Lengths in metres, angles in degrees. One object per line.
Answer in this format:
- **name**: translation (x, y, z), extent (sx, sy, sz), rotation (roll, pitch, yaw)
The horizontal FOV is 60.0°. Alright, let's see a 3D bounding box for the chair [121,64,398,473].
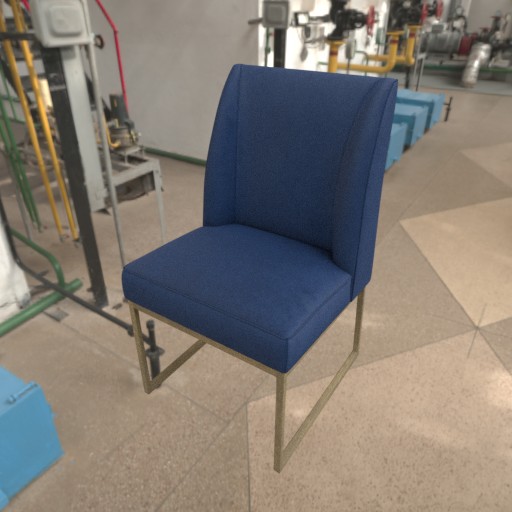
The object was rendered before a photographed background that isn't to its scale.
- **chair**: translation (0.000, 0.000, 1.177), extent (0.508, 0.863, 0.522), rotation (19, 36, 28)
